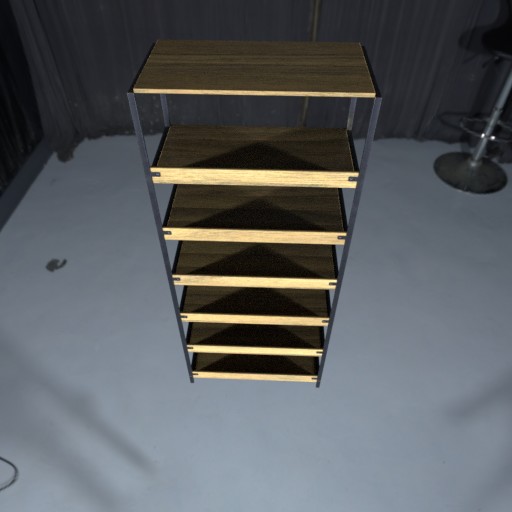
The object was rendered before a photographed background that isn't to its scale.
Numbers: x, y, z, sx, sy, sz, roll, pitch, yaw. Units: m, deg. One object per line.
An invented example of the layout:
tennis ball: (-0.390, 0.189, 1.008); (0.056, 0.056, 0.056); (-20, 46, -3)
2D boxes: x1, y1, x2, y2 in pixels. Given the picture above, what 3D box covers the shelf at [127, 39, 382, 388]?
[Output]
shelf: (0.000, 0.000, 2.335); (0.847, 2.015, 0.431); (2, 46, 2)
